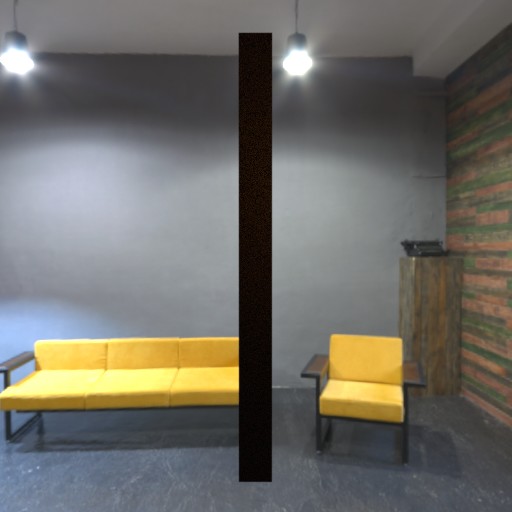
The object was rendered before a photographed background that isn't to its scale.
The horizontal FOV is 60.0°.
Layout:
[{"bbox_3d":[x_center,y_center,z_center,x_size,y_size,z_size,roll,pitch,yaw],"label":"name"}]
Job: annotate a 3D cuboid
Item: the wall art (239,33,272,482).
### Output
[{"bbox_3d":[0.000,0.000,0.752,0.038,0.506,0.506,0,1,0],"label":"wall art"}]
